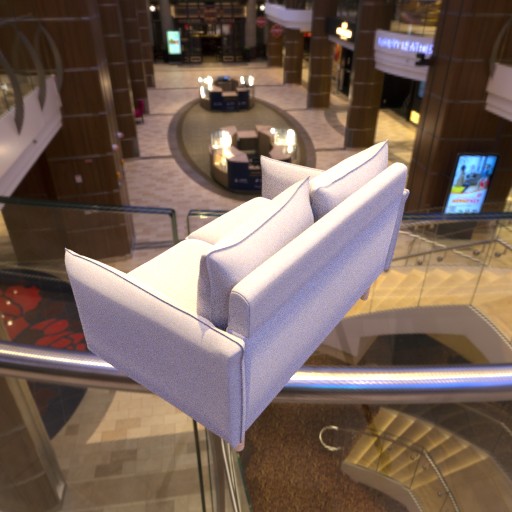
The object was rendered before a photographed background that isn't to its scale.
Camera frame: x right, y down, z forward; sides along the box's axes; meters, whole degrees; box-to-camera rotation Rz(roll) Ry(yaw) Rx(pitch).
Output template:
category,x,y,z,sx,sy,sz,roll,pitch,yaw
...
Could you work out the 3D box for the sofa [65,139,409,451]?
category,x,y,z,sx,sy,sz,roll,pitch,yaw
sofa,0.000,0.000,1.881,0.820,0.840,1.300,21,38,30
